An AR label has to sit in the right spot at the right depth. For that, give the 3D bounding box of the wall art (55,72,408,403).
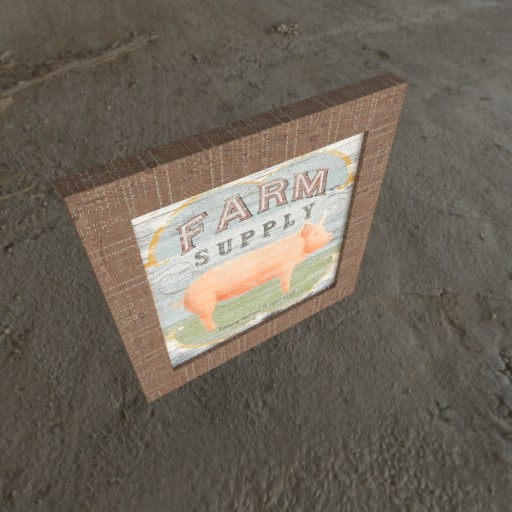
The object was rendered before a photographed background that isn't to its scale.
[{"bbox_3d":[0.000,0.000,0.799,0.531,0.531,0.040,-24,52,-21],"label":"wall art"}]
